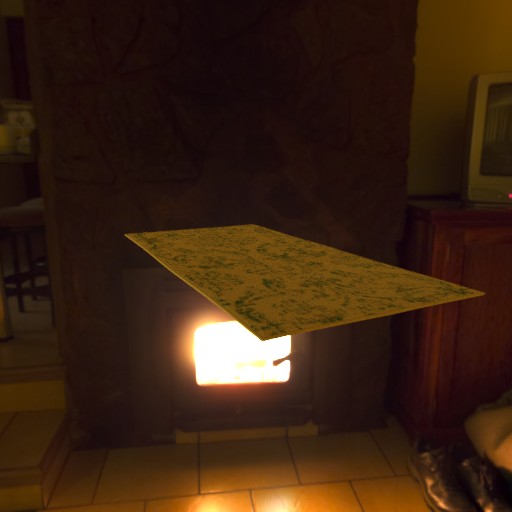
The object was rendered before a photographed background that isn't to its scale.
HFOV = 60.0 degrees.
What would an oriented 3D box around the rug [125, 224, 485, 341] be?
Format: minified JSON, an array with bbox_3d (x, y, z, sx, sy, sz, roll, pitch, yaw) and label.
[{"bbox_3d":[0.000,0.000,1.448,0.605,0.007,1.220,-6,14,-26],"label":"rug"}]
